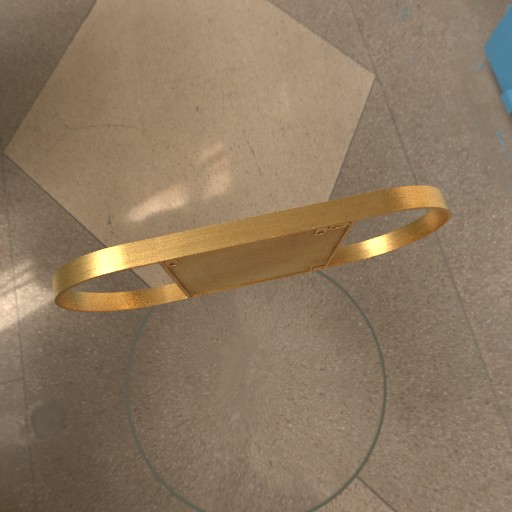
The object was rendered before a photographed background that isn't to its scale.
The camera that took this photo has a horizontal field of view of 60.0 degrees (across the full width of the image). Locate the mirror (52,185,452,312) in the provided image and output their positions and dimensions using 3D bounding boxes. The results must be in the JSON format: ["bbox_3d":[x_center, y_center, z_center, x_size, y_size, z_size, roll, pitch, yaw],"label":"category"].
[{"bbox_3d":[0.000,0.000,0.665,0.584,0.254,0.032,-12,75,-3],"label":"mirror"}]
